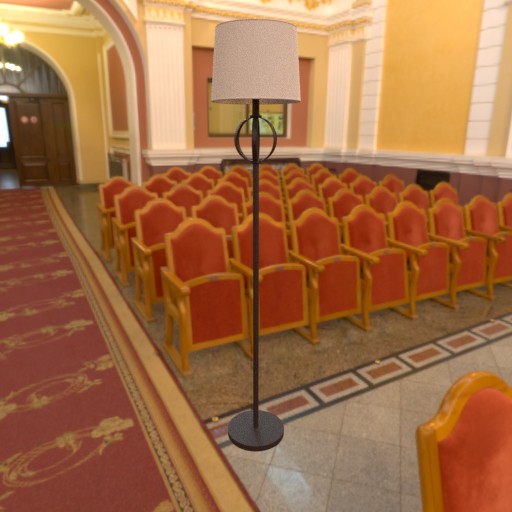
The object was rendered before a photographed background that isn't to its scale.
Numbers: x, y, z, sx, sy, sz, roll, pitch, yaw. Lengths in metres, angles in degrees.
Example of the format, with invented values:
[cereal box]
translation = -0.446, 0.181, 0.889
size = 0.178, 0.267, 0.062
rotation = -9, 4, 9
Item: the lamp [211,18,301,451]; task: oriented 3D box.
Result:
[lamp]
translation = 0.000, 0.000, 1.570
size = 0.286, 1.462, 0.286
rotation = -8, 18, -26
